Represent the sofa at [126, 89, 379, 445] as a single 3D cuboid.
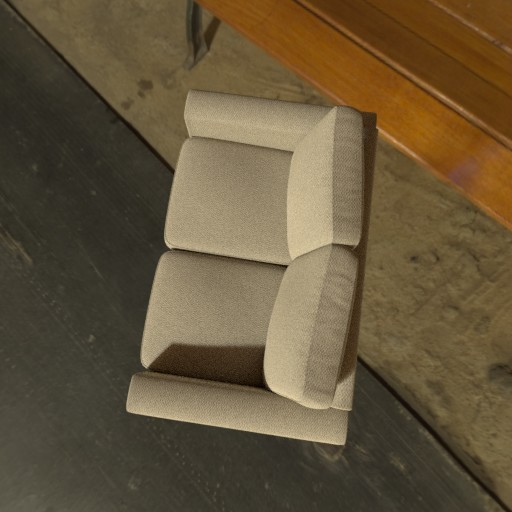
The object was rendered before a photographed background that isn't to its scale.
[{"bbox_3d":[0.000,0.000,2.223,1.016,0.873,1.616,8,78,2],"label":"sofa"}]
